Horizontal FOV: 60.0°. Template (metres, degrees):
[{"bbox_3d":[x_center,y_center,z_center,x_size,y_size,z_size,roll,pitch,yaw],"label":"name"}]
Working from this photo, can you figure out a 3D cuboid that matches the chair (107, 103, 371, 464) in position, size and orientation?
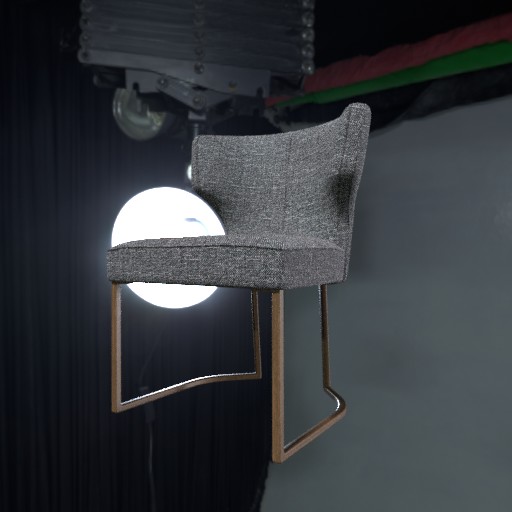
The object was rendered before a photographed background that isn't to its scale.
[{"bbox_3d":[0.000,0.000,1.259,0.611,0.824,0.617,0,0,34],"label":"chair"}]
